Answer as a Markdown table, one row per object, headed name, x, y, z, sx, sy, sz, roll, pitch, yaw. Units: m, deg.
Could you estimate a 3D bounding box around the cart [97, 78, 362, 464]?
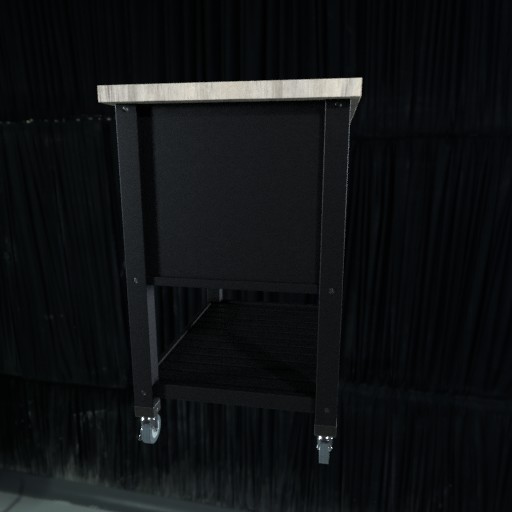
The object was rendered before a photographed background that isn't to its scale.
| name | x | y | z | sx | sy | sz | roll | pitch | yaw |
| --- | --- | --- | --- | --- | --- | --- | --- | --- | --- |
| cart | 0.000 | 0.000 | 1.408 | 0.567 | 0.920 | 0.797 | 2 | 13 | 10 |
